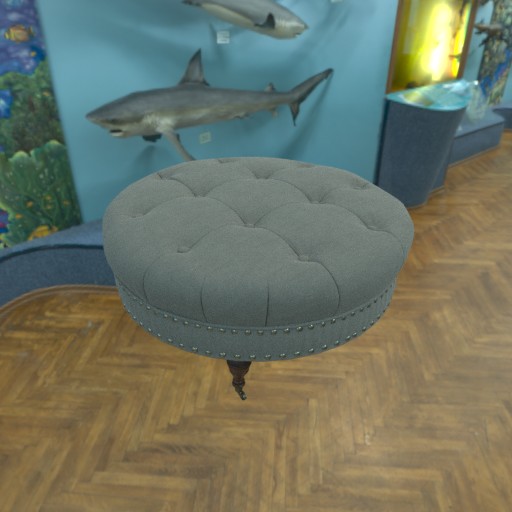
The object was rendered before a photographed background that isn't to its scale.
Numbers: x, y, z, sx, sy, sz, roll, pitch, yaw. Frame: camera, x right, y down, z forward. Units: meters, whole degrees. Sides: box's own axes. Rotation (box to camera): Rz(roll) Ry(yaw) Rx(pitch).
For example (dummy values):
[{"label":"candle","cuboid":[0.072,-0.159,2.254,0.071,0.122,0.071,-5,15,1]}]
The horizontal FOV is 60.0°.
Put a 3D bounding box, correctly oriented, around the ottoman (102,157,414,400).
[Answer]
[{"label":"ottoman","cuboid":[0.000,0.000,1.389,0.901,0.439,0.901,0,30,0]}]
